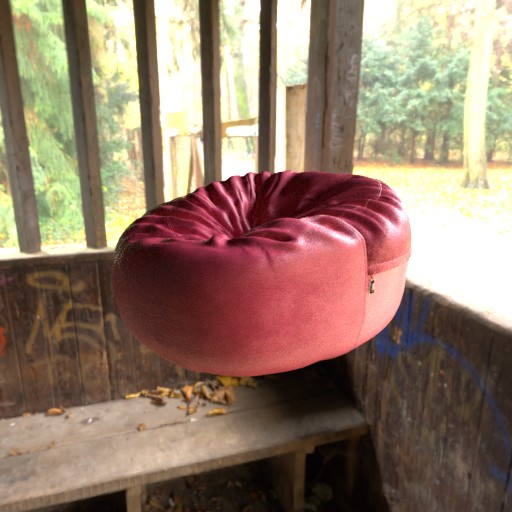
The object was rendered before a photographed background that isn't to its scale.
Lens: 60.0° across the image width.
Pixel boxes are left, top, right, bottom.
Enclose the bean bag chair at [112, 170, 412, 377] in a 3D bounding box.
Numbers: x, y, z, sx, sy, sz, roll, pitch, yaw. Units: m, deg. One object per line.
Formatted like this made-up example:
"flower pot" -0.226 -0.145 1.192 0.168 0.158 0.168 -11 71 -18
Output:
"bean bag chair" 0.000 0.000 2.491 1.524 0.878 1.524 14 21 41
